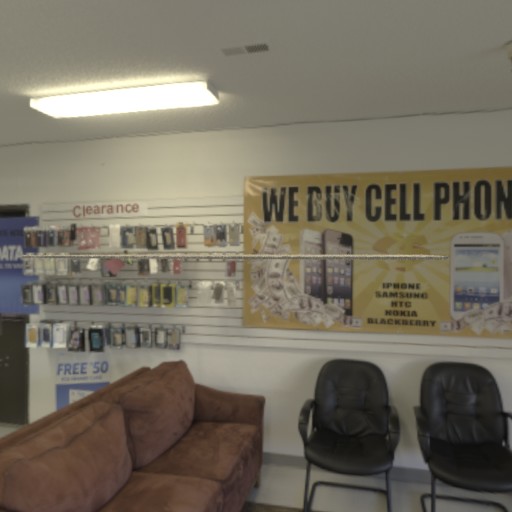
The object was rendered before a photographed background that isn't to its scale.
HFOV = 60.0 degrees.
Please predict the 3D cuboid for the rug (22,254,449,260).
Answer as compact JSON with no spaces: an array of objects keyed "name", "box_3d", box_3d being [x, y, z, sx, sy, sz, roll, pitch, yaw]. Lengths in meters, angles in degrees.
[{"name":"rug","box_3d":[0.000,0.000,4.117,3.049,0.025,2.449,0,0,17]}]
